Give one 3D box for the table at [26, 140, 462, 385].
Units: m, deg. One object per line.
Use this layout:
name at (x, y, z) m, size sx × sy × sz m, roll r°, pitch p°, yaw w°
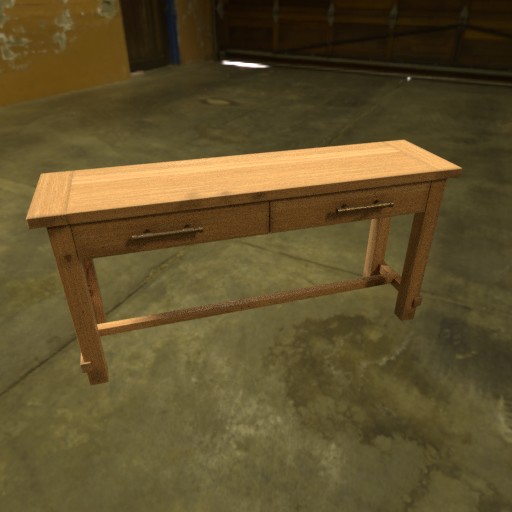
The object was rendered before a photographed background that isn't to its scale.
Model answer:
table at (0.000, 0.000, 1.915) m, size 1.599 × 0.762 × 0.442 m, roll -9°, pitch 32°, yaw -14°
